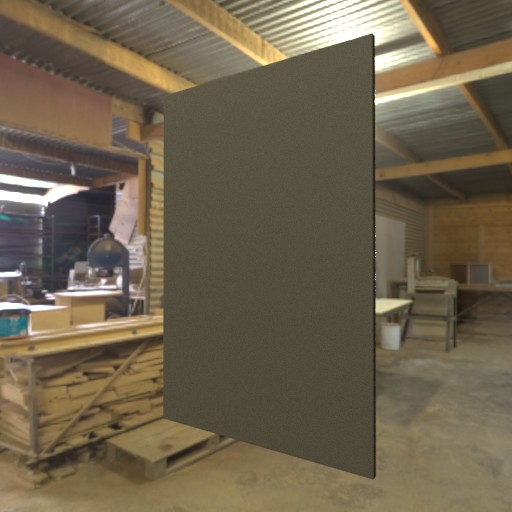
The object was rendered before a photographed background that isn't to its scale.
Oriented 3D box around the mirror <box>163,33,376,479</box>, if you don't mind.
[{"bbox_3d":[0.000,0.000,1.097,0.613,0.914,0.039,0,-1,35],"label":"mirror"}]
